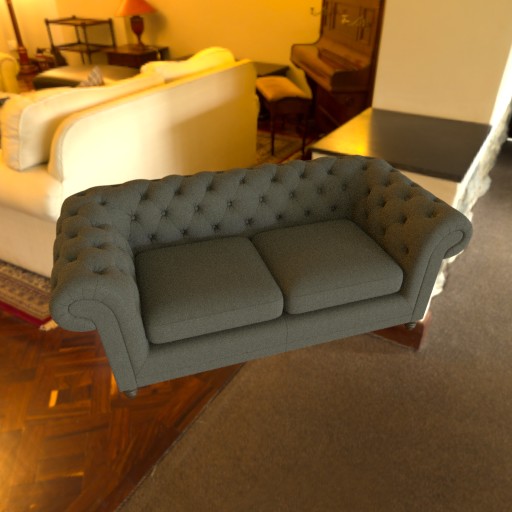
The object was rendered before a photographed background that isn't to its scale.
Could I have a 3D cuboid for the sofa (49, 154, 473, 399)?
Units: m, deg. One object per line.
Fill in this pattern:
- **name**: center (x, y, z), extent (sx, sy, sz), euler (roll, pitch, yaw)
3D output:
- **sofa**: center (0.000, 0.000, 2.473), extent (1.998, 0.764, 0.986), euler (-10, 34, -15)
